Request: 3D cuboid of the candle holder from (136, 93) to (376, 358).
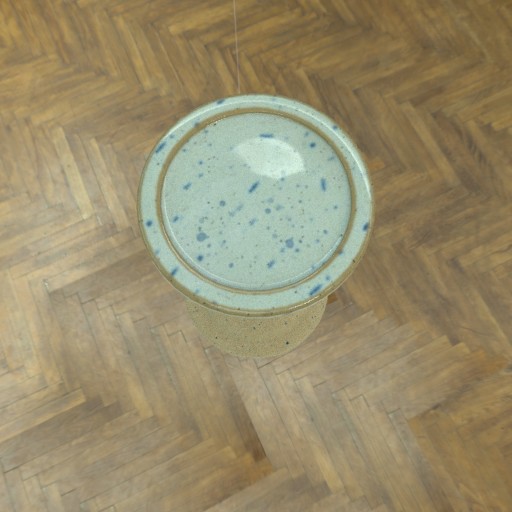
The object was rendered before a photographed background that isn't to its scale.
[{"bbox_3d":[0.000,0.000,0.287,0.123,0.202,0.123,0,75,0],"label":"candle holder"}]
